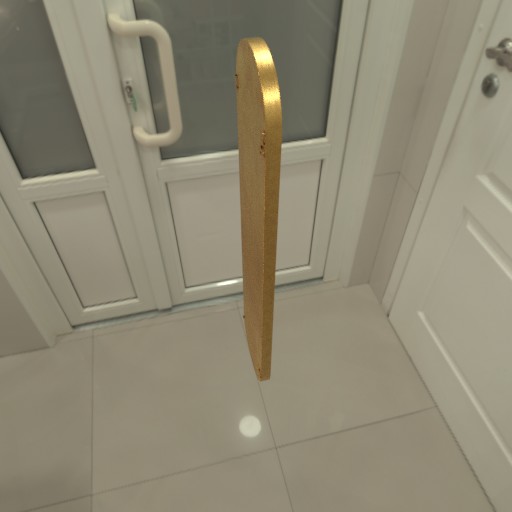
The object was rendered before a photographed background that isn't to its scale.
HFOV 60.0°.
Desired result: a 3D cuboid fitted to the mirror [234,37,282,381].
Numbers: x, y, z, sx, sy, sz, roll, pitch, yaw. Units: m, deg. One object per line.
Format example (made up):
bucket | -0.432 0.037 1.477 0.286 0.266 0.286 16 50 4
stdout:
mirror | 0.000 0.000 1.068 0.032 0.991 0.222 -10 47 -10
